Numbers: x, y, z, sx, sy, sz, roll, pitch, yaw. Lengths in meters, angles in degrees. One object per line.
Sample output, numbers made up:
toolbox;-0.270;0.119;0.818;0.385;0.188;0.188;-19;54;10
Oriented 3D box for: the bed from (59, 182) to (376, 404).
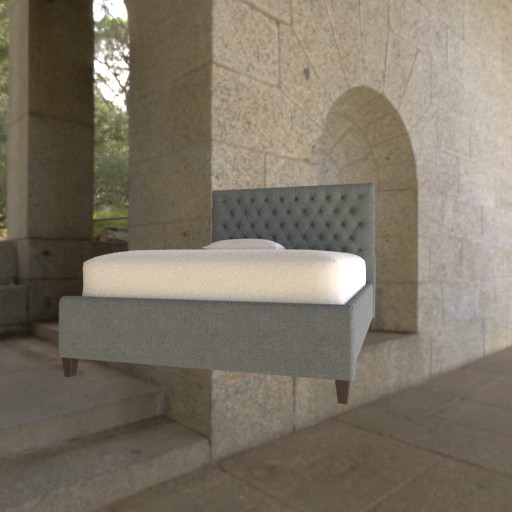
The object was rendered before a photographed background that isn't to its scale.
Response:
bed;0.000;0.000;3.431;1.698;1.411;2.335;0;0;17
